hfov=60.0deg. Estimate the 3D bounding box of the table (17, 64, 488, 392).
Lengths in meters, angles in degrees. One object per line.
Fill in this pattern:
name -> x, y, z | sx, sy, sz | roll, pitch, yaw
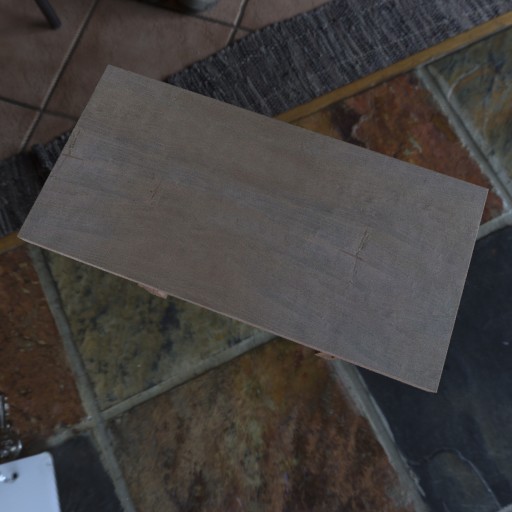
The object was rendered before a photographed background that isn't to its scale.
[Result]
table -> 0.000, 0.000, 1.608 | 1.119, 0.914, 0.556 | 20, 76, 5
